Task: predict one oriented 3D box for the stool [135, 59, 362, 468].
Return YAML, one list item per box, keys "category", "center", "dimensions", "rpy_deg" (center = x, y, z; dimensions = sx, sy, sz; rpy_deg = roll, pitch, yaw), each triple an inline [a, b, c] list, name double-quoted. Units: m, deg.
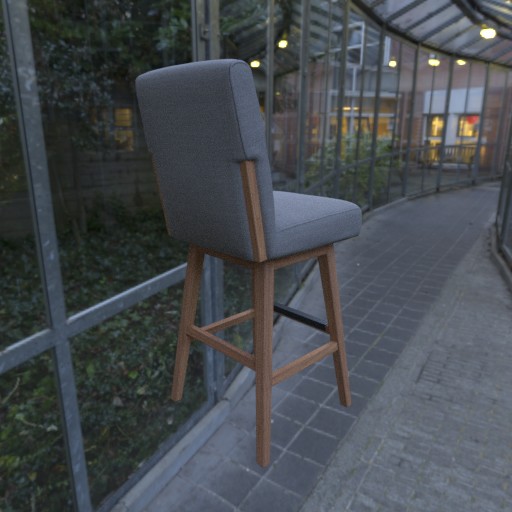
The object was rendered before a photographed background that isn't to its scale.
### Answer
- category: "stool"
  center: [0.000, 0.000, 1.441]
  dimensions: [0.570, 1.112, 0.483]
  rpy_deg: [-15, 22, -42]
